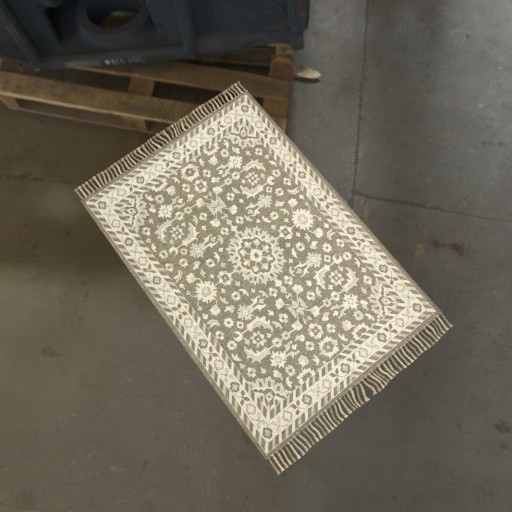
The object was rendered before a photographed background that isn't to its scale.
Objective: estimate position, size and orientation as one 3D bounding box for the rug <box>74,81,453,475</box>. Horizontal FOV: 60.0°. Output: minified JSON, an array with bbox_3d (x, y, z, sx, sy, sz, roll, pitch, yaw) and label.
[{"bbox_3d":[0.000,0.000,3.123,1.530,0.025,2.431,-37,78,-9],"label":"rug"}]
